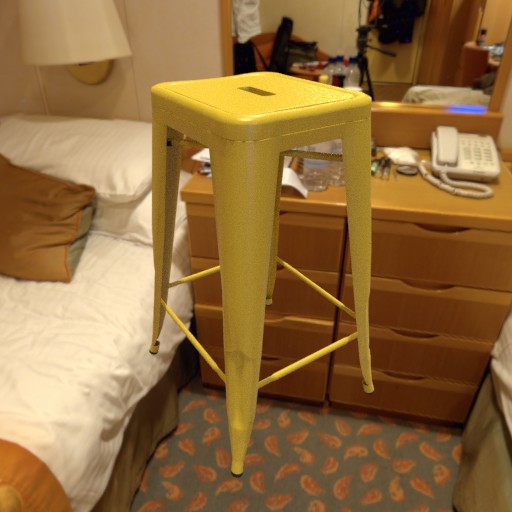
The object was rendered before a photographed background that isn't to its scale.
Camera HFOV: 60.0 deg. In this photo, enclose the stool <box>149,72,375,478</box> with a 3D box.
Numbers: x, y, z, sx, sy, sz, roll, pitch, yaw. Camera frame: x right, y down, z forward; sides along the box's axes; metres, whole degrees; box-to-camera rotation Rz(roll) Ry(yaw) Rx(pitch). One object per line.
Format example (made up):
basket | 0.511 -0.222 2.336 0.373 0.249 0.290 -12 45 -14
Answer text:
stool | 0.000 0.000 0.850 0.359 0.609 0.399 -20 36 -29
